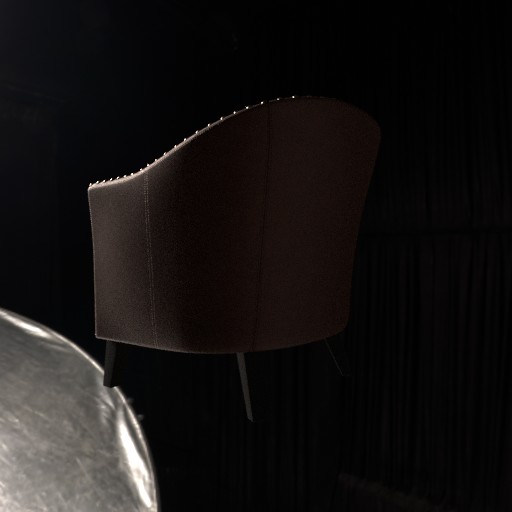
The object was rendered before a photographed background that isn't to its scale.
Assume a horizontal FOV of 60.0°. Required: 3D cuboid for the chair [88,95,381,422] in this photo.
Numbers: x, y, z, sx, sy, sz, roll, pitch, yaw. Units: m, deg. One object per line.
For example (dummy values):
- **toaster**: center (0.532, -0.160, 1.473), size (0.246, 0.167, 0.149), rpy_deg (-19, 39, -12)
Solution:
- **chair**: center (0.000, 0.000, 1.446), size (0.748, 0.823, 0.794), rpy_deg (1, 1, 37)
